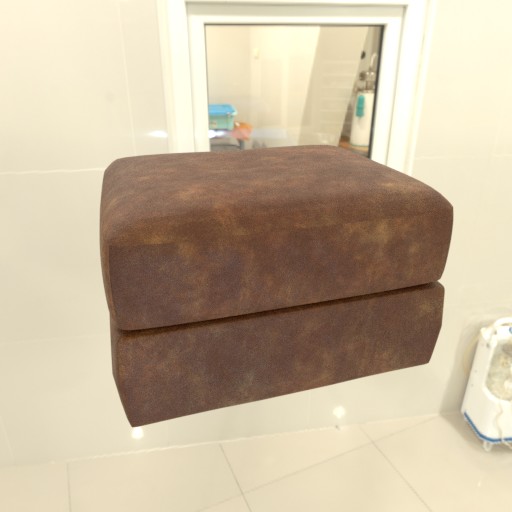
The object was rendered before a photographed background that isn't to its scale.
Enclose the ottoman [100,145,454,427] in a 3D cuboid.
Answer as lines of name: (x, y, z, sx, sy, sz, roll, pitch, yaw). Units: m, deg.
ottoman: (0.000, 0.000, 1.148, 0.751, 0.476, 0.603, -7, 26, -15)
